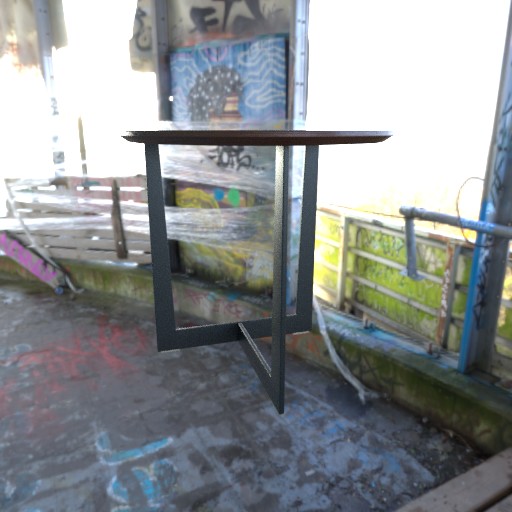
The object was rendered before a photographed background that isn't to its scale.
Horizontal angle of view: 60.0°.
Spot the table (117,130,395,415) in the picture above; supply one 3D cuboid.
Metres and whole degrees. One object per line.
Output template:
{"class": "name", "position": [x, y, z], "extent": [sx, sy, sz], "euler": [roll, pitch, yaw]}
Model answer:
{"class": "table", "position": [0.000, 0.000, 0.872], "extent": [0.477, 0.476, 0.494], "euler": [-8, 18, -26]}
